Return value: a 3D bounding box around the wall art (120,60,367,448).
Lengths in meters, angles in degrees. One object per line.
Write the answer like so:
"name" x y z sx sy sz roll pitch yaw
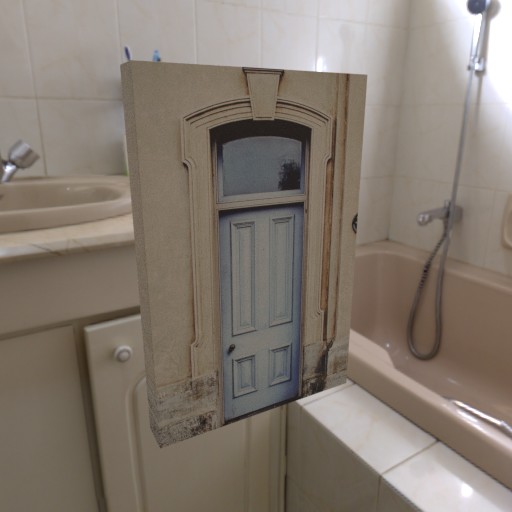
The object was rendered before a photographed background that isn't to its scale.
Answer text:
"wall art" 0.000 0.000 0.490 0.254 0.381 0.038 -9 19 -28
